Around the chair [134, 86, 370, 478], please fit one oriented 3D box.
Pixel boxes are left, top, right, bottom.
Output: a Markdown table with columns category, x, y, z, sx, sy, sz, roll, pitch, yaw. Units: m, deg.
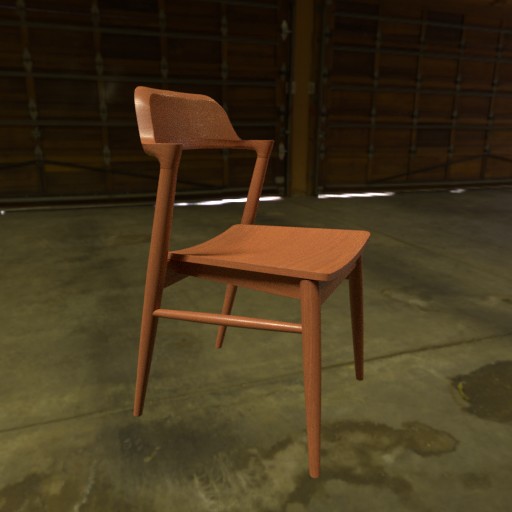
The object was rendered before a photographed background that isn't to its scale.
| category | x | y | z | sx | sy | sz | roll | pitch | yaw |
| --- | --- | --- | --- | --- | --- | --- | --- | --- | --- |
| chair | 0.000 | 0.000 | 1.116 | 0.499 | 0.801 | 0.496 | 7 | 17 | 24 |
